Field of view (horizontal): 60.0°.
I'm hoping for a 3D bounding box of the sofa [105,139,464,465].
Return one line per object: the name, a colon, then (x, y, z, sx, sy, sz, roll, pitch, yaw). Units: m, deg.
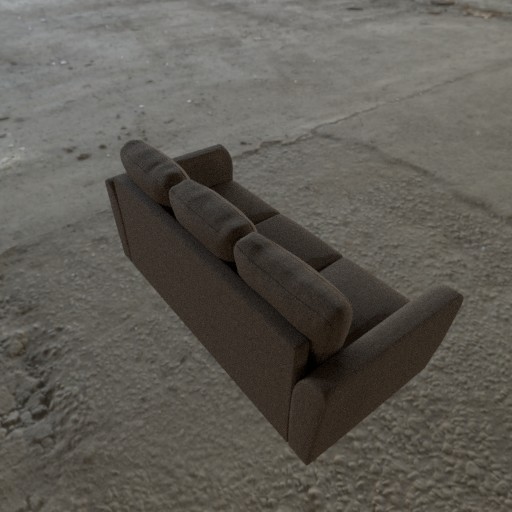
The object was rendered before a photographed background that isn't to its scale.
sofa: (0.000, 0.000, 2.346, 0.837, 0.891, 1.847, -26, 46, -28)
